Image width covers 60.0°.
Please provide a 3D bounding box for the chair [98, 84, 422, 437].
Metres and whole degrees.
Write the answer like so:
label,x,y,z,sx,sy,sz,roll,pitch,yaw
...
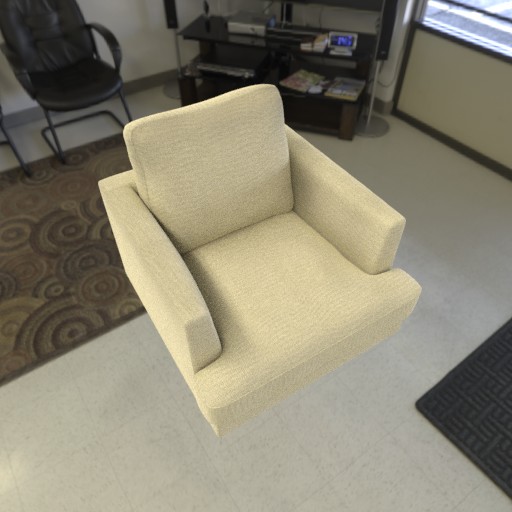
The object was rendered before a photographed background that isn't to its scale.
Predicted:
label,x,y,z,sx,sy,sz,roll,pitch,yaw
chair,0.000,0.000,1.649,0.858,0.957,0.899,-24,51,-21
